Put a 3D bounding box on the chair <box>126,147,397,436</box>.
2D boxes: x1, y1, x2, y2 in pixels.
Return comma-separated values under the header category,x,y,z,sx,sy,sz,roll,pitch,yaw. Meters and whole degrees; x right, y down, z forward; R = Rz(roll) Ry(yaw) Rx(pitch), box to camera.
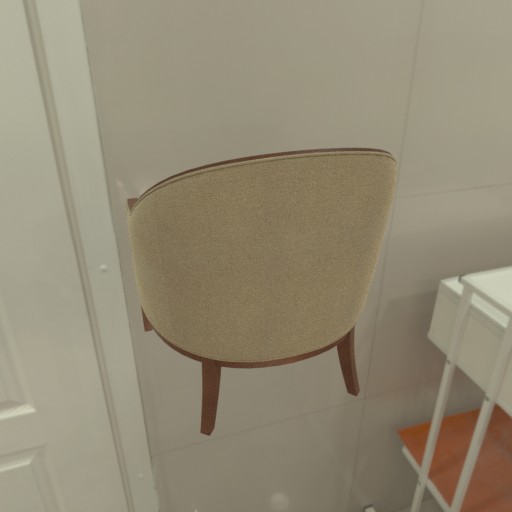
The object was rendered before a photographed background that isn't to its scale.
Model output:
category,x,y,z,sx,sy,sz,roll,pitch,yaw
chair,0.000,0.000,1.509,0.803,0.876,0.735,-9,28,-17
